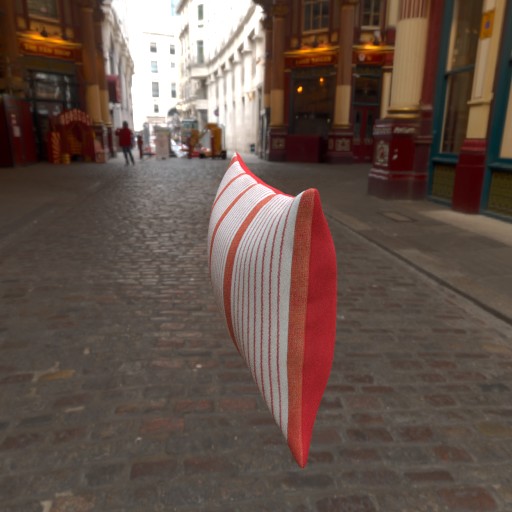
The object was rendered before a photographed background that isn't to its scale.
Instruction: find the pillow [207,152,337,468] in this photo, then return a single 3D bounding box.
[{"bbox_3d":[0.000,0.000,0.711,0.151,0.297,0.608,-3,16,-9],"label":"pillow"}]
